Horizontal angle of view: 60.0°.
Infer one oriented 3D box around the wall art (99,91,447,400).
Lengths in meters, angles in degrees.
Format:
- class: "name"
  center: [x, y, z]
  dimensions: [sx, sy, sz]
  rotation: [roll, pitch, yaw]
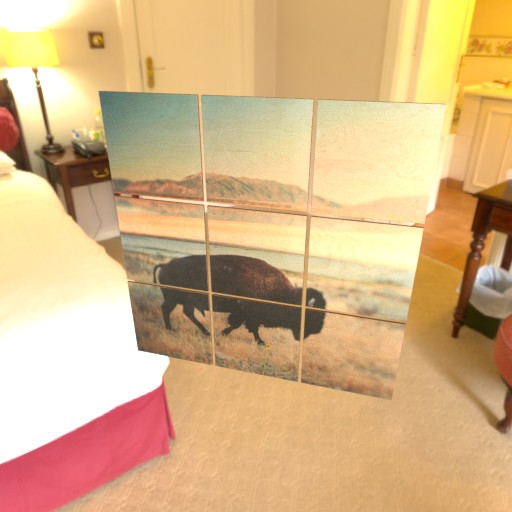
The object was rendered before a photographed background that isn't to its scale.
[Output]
- class: "wall art"
  center: [0.000, 0.000, 2.249]
  dimensions: [1.533, 1.532, 0.019]
  rotation: [7, 28, 14]
